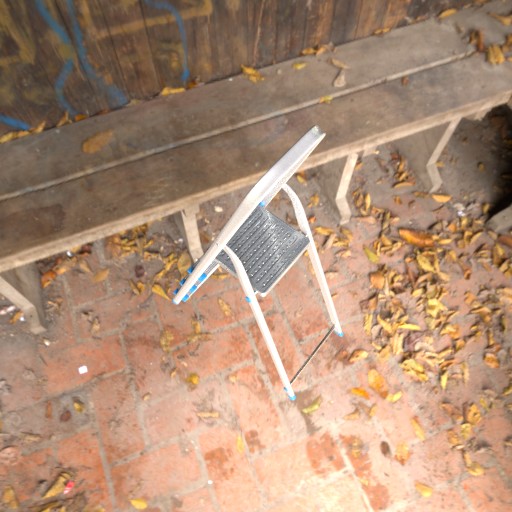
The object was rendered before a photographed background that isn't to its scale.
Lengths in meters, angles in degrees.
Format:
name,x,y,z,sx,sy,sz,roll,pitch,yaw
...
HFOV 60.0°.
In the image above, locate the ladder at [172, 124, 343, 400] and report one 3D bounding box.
name,x,y,z,sx,sy,sz,roll,pitch,yaw
ladder,0.000,0.000,1.766,0.842,1.434,0.445,36,68,17
